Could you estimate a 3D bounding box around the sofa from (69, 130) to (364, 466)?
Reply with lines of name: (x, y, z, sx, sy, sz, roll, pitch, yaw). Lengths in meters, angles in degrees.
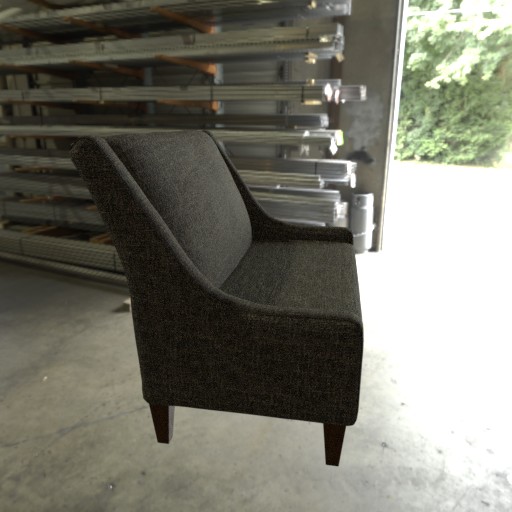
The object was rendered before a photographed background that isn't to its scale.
sofa: (0.000, 0.000, 1.883, 0.870, 1.021, 1.242, 3, 17, 10)
